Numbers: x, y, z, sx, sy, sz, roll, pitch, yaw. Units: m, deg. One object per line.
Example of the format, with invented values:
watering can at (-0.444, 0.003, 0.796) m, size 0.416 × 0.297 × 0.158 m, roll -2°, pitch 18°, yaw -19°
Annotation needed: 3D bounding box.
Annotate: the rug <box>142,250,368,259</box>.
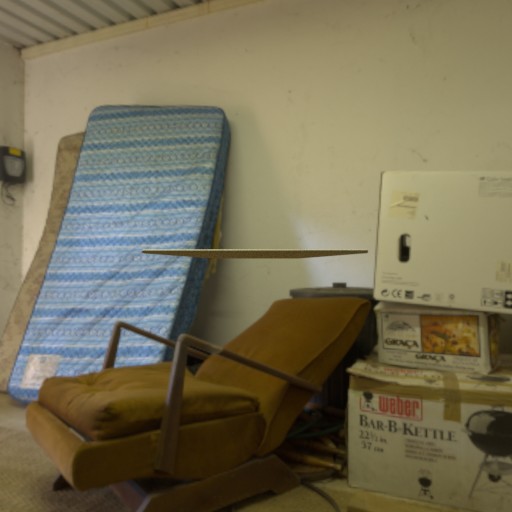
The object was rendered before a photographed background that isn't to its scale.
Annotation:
rug at (0.000, 0.000, 2.750) m, size 0.793 × 0.014 × 2.450 m, roll 0°, pitch -1°, yaw 0°
